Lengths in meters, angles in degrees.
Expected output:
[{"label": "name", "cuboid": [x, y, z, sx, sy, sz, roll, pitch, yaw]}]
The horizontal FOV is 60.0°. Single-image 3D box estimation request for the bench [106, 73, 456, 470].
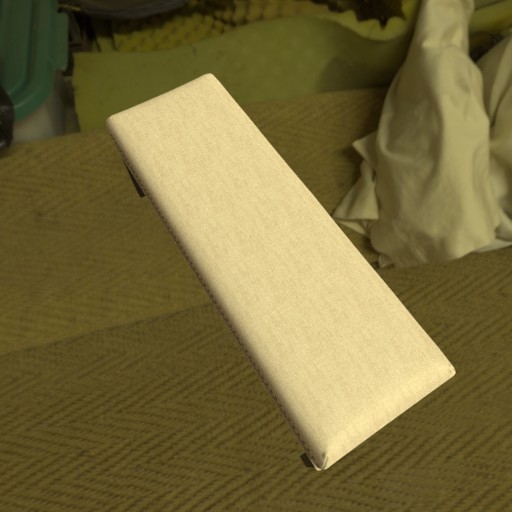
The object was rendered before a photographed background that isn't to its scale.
[{"label": "bench", "cuboid": [0.000, 0.000, 1.424, 0.410, 0.457, 1.219, -29, 67, -14]}]
